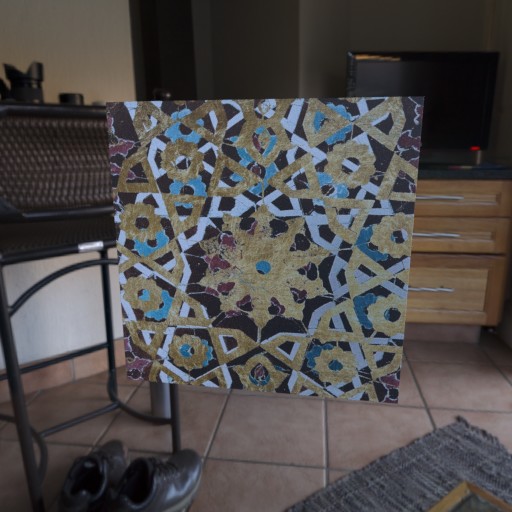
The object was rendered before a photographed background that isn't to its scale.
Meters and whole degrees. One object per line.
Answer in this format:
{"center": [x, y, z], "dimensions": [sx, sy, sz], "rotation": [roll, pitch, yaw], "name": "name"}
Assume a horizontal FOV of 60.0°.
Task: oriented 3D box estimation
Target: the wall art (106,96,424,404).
{"center": [0.000, 0.000, 0.609], "dimensions": [0.404, 0.406, 0.010], "rotation": [2, 14, 9], "name": "wall art"}
